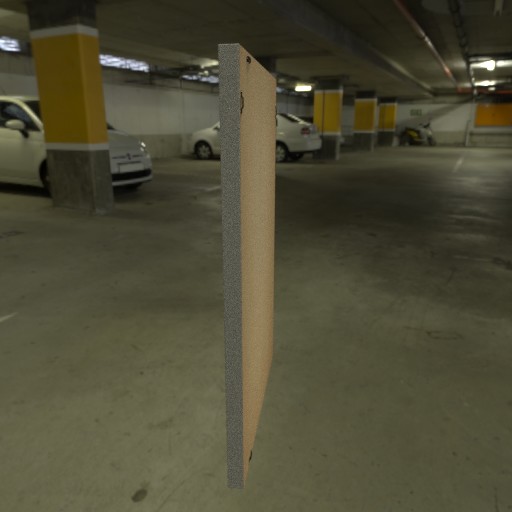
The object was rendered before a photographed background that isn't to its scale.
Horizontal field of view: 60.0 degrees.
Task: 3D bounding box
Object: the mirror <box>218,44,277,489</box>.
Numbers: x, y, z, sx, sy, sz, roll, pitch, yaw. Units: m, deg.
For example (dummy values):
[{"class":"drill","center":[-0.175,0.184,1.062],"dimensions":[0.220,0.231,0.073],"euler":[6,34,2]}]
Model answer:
[{"class":"mirror","center":[0.000,0.000,1.157],"dimensions":[0.041,0.914,0.609],"euler":[2,17,8]}]
